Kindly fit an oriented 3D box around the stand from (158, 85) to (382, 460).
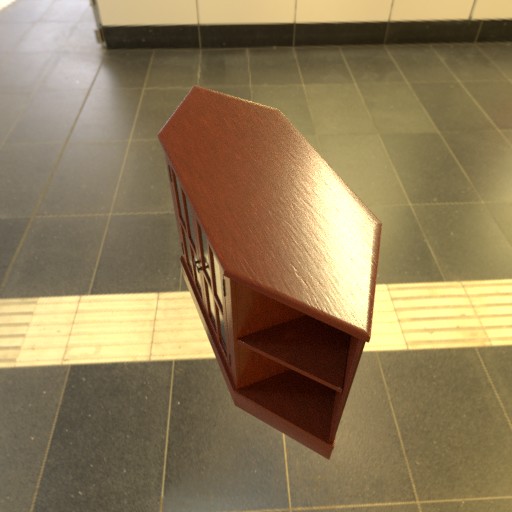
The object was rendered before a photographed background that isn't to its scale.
[{"bbox_3d":[0.000,0.000,1.353,0.381,0.614,1.072,-17,48,-15],"label":"stand"}]
